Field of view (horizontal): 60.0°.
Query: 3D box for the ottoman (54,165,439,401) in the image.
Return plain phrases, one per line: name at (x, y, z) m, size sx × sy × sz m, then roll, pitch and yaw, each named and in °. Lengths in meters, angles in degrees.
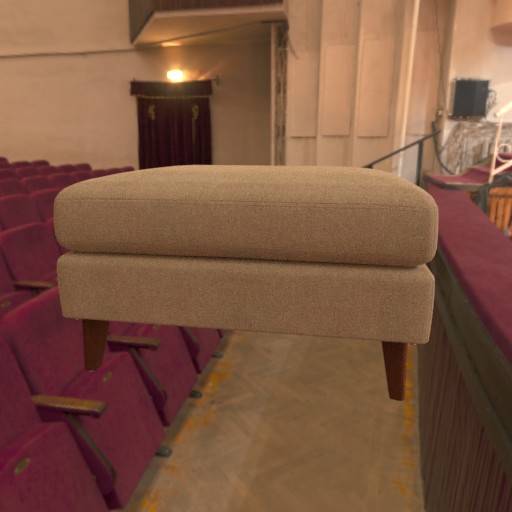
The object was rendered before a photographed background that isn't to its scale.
ottoman at (0.000, 0.000, 1.221) m, size 0.823 × 0.478 × 0.610 m, roll 3°, pitch 14°, yaw 10°
